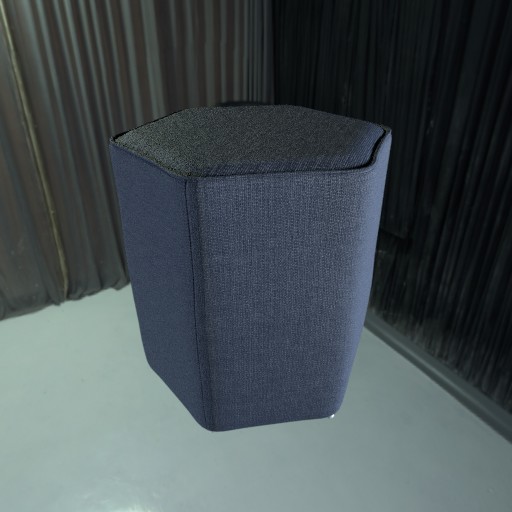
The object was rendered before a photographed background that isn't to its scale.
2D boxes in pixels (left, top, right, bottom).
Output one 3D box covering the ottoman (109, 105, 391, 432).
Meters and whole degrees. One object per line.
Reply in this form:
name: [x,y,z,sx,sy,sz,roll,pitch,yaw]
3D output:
ottoman: [0.000,0.000,0.877,0.454,0.505,0.492,-19,35,-30]
